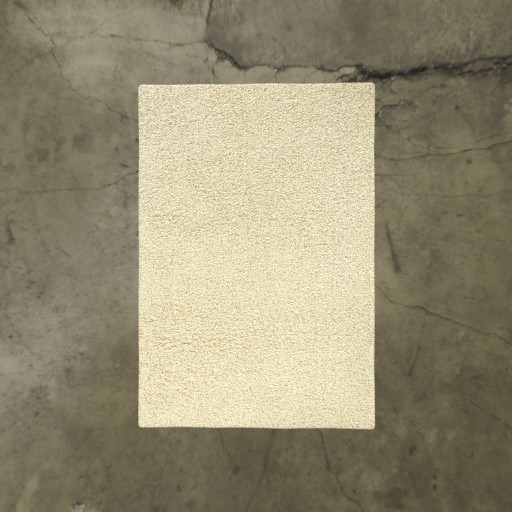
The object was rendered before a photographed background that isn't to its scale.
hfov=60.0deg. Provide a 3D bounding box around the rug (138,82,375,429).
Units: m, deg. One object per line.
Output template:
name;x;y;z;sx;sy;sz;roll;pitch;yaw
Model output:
rug;0.000;0.000;2.292;1.219;0.030;1.778;0;90;1
